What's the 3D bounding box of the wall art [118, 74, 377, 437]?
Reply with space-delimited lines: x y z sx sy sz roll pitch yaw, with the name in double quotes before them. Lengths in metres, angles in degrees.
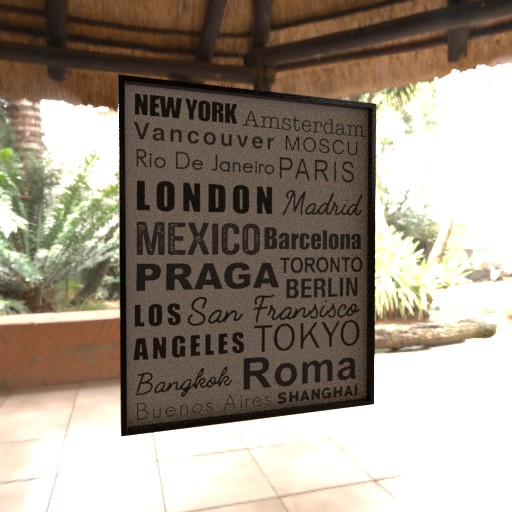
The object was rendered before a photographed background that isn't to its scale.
"wall art" 0.000 0.000 0.760 0.448 0.551 0.038 0 1 -18
